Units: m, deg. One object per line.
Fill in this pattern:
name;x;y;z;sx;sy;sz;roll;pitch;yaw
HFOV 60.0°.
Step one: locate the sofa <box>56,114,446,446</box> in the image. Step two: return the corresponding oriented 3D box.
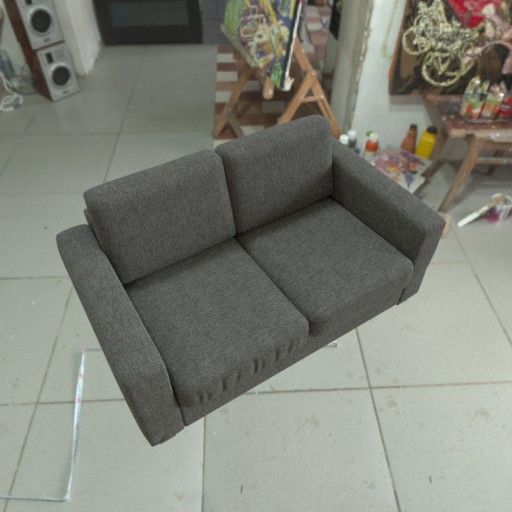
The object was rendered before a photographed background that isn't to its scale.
sofa;0.000;0.000;2.034;1.520;0.800;0.900;-25;51;-21
